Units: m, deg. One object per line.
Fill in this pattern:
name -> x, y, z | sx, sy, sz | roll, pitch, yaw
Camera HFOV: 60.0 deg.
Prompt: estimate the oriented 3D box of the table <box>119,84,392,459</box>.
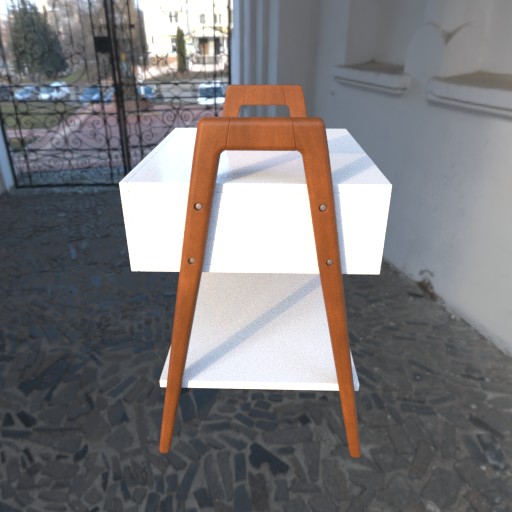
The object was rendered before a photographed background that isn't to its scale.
table -> 0.000, 0.000, 0.897 | 0.405, 0.610, 0.457 | 1, 26, 1
